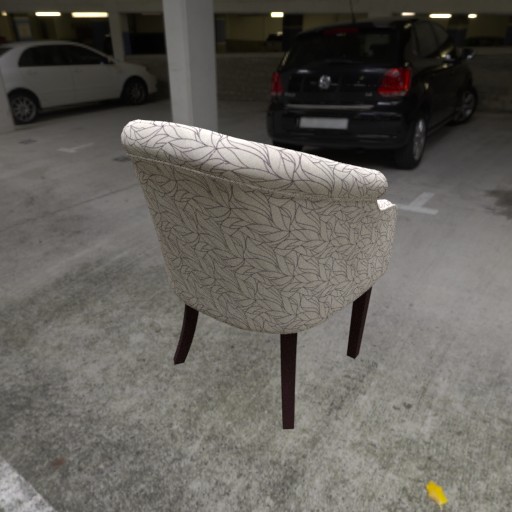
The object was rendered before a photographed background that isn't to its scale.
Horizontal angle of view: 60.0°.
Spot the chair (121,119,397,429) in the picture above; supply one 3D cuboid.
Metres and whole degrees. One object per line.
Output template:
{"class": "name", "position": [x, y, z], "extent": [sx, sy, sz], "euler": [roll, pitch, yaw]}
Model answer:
{"class": "chair", "position": [0.000, 0.000, 1.322], "extent": [0.686, 0.858, 0.613], "euler": [20, 35, 32]}
